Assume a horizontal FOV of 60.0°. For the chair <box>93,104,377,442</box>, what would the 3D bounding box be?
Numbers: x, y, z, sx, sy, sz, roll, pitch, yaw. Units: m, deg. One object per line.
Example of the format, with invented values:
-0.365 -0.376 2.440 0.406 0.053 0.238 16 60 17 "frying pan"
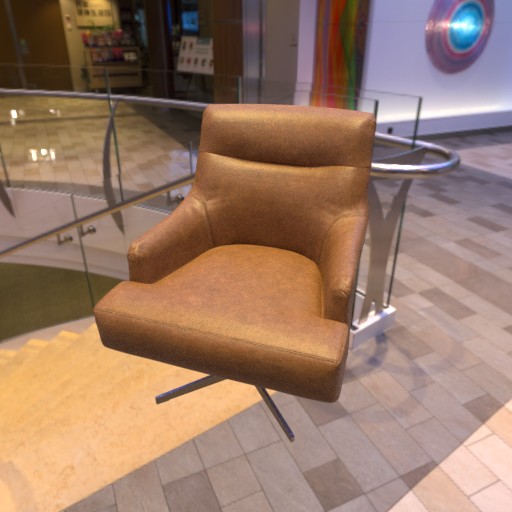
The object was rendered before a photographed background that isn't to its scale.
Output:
0.000 0.000 1.503 0.729 0.869 0.874 9 28 17 "chair"
